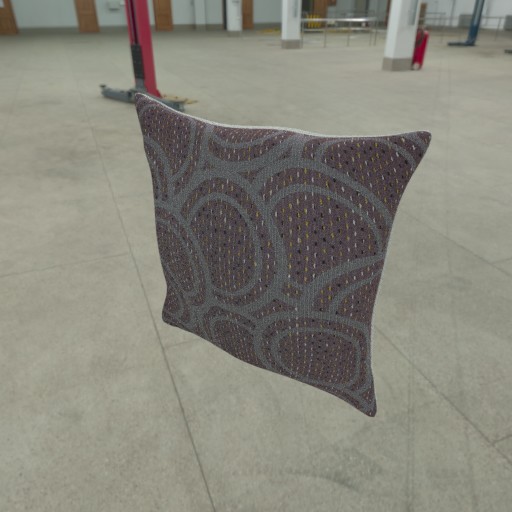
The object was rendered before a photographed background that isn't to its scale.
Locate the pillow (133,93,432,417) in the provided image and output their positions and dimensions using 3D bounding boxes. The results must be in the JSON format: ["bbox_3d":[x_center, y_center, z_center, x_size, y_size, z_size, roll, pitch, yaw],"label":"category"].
[{"bbox_3d":[0.000,0.000,0.792,0.514,0.513,0.163,18,35,28],"label":"pillow"}]
